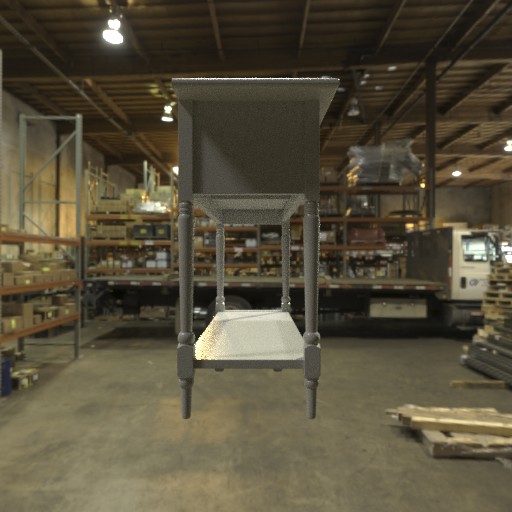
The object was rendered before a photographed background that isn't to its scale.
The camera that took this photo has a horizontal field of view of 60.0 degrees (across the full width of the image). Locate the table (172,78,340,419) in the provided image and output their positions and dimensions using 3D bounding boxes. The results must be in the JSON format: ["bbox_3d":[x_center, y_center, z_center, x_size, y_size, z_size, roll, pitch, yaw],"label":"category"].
[{"bbox_3d":[0.000,0.000,1.601,0.384,0.808,1.197,0,0,0],"label":"table"}]
